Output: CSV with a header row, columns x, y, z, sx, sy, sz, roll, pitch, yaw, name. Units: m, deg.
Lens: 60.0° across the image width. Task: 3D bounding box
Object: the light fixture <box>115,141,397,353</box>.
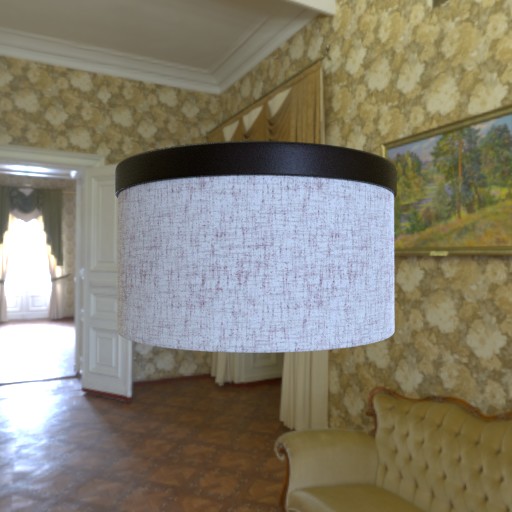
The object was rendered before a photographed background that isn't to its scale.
x,y,z,sx,sy,sz,roll,pitch,yaw,name
0.000,0.000,0.642,0.389,0.229,0.389,0,-1,0,light fixture
